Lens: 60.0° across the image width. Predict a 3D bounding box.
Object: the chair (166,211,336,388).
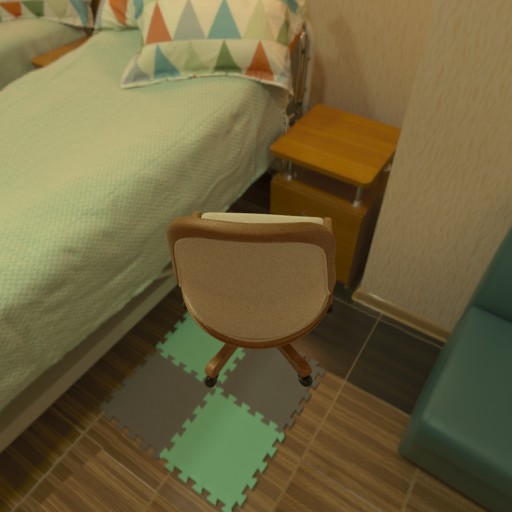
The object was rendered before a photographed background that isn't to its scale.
[{"bbox_3d":[0.000,0.000,1.614,0.702,1.009,0.811,3,46,3],"label":"chair"}]
